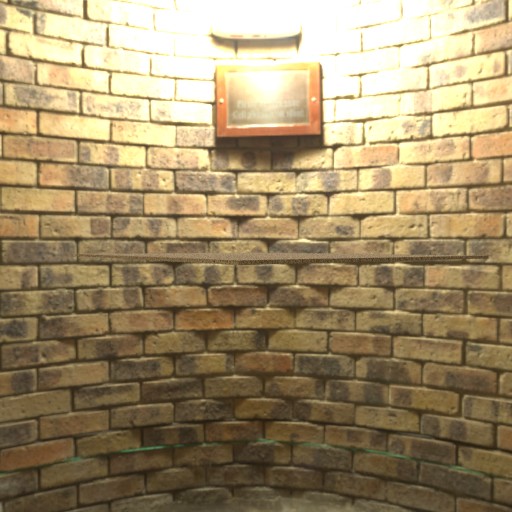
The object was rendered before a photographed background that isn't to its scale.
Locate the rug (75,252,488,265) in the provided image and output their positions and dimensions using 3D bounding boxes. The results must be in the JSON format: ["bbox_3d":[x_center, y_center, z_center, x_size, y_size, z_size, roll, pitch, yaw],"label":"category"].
[{"bbox_3d":[0.000,0.000,4.046,2.400,0.025,3.000,-1,1,-36],"label":"rug"}]
